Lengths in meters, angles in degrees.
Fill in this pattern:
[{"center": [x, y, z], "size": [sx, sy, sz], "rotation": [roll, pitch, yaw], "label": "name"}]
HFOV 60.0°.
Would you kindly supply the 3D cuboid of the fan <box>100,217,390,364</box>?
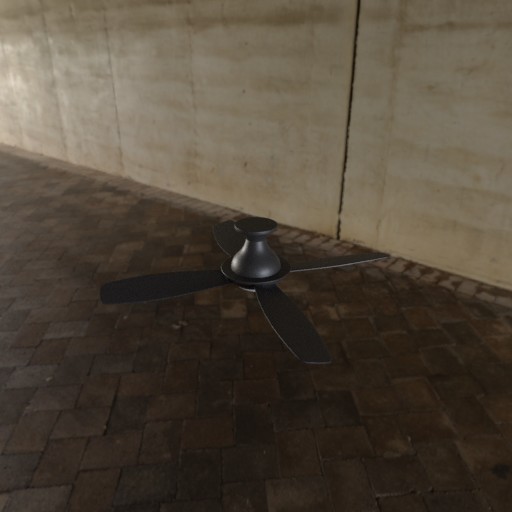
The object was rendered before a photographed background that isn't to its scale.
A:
[{"center": [0.000, 0.000, 2.484], "size": [1.694, 0.382, 1.694], "rotation": [-7, 26, -16], "label": "fan"}]
